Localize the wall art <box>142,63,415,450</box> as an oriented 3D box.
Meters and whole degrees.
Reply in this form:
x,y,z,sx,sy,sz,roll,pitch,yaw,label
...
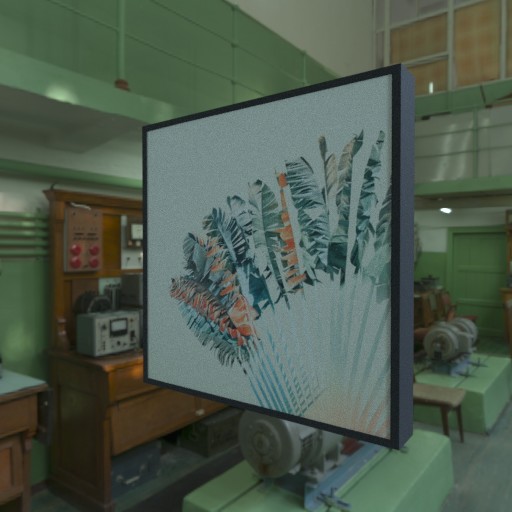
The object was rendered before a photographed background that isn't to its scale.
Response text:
x,y,z,sx,sy,sz,roll,pitch,yaw,label
0.000,0.000,0.447,0.302,0.300,0.036,1,1,36,wall art
